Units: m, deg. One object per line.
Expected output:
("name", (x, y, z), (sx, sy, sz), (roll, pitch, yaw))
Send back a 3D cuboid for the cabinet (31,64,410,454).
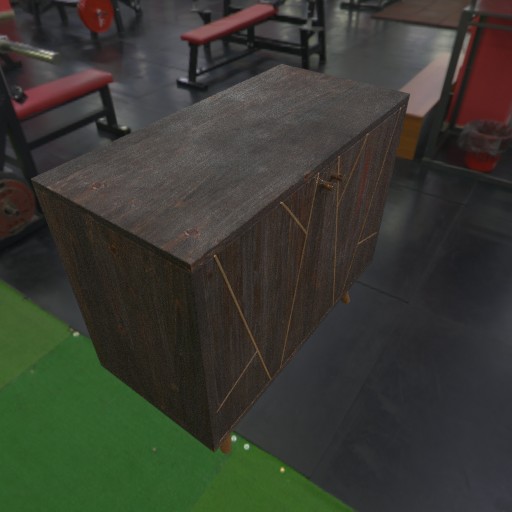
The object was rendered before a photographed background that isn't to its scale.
("cabinet", (0.000, 0.000, 1.496), (0.529, 0.897, 1.023), (26, 47, 27))
